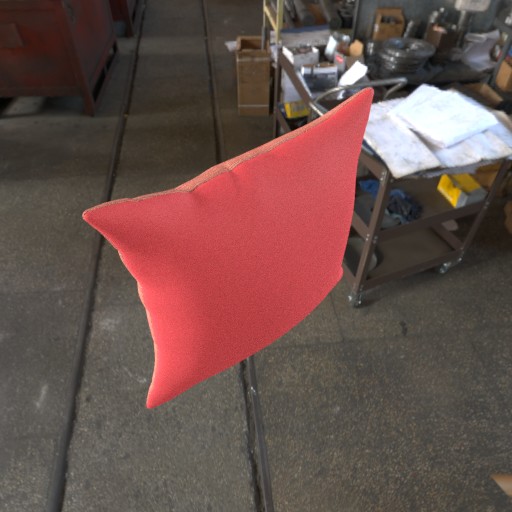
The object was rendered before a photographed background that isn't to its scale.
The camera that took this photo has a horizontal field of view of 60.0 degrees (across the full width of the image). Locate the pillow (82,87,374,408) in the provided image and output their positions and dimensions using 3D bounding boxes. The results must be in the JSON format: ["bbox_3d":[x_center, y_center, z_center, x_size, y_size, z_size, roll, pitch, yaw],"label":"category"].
[{"bbox_3d":[0.000,0.000,0.822,0.559,0.501,0.229,-31,53,-27],"label":"pillow"}]
